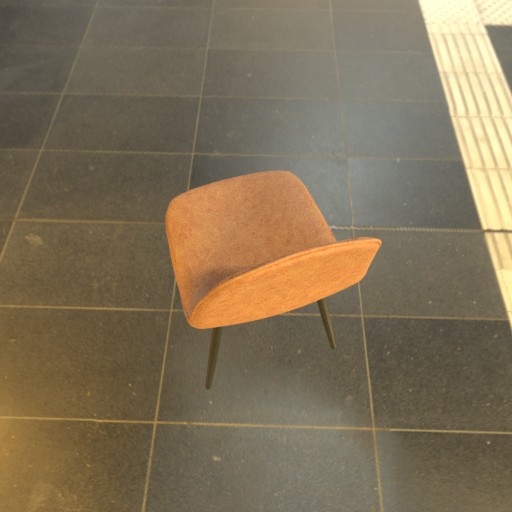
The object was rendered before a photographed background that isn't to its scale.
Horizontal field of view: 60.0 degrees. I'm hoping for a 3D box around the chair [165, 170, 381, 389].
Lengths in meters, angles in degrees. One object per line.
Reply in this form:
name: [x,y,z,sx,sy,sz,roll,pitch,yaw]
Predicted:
chair: [0.000,0.000,1.229,0.472,0.889,0.561,-15,60,-9]
